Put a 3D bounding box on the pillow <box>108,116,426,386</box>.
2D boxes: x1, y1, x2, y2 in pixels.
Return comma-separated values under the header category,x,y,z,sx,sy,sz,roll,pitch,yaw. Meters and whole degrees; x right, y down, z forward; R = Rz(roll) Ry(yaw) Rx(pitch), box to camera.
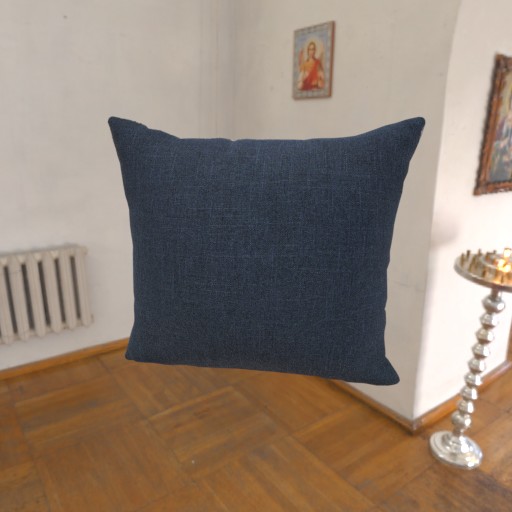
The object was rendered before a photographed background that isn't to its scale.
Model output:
category,x,y,z,sx,sy,sz,roll,pitch,yaw
pillow,0.000,0.000,0.807,0.546,0.487,0.180,3,17,9
